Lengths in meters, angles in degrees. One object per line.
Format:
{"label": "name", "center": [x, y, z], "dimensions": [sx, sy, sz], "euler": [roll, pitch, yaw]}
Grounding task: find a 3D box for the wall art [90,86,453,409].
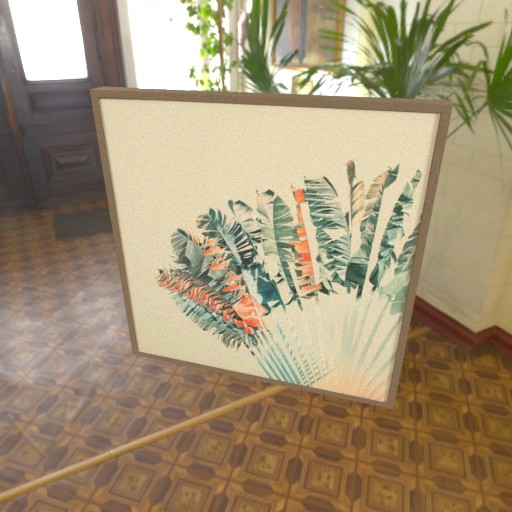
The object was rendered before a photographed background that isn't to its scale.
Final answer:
{"label": "wall art", "center": [0.000, 0.000, 0.733], "dimensions": [0.508, 0.506, 0.038], "euler": [8, 28, 15]}
